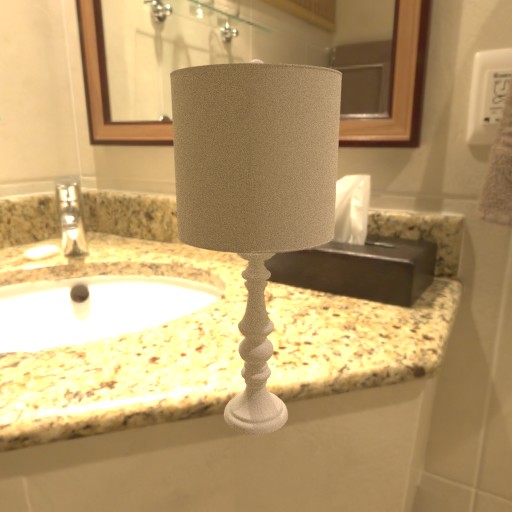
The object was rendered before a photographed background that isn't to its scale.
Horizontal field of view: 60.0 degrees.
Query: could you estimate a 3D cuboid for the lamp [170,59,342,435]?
[{"bbox_3d":[0.000,0.000,0.729,0.250,0.597,0.250,-2,16,-8],"label":"lamp"}]
